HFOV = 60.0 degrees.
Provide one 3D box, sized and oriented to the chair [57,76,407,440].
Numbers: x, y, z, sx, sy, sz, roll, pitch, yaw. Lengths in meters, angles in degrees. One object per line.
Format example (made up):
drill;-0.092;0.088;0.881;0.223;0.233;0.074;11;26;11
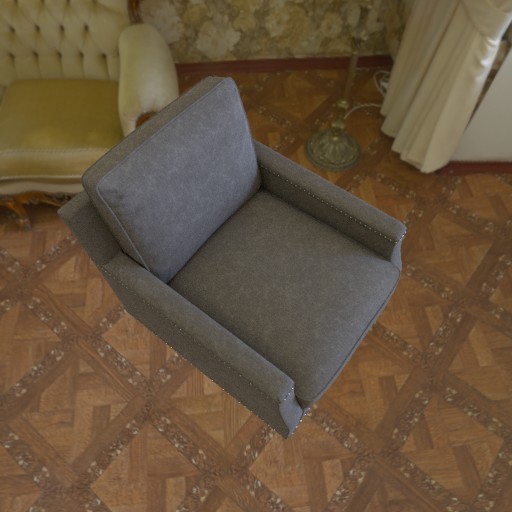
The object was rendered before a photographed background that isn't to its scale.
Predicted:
chair;0.000;0.000;1.742;1.014;0.948;0.853;33;64;18
